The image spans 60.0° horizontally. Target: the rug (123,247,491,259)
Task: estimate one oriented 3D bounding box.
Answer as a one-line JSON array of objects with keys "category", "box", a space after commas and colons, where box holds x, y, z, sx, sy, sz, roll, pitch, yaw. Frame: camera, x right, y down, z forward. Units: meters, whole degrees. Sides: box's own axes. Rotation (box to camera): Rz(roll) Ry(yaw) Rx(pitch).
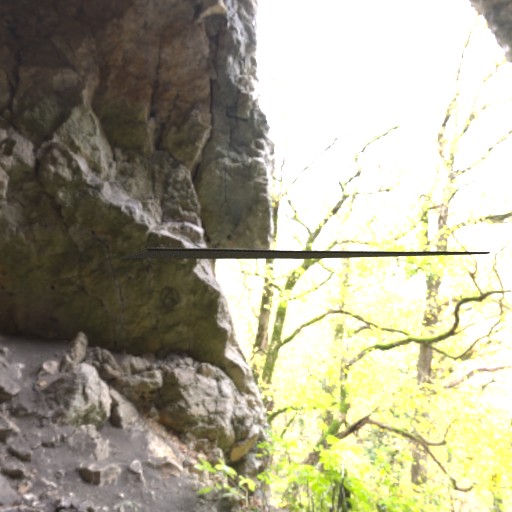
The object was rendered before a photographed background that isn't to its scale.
[{"category": "rug", "box": [0.000, 0.000, 2.931, 1.606, 0.017, 2.270, 0, -1, -19]}]
